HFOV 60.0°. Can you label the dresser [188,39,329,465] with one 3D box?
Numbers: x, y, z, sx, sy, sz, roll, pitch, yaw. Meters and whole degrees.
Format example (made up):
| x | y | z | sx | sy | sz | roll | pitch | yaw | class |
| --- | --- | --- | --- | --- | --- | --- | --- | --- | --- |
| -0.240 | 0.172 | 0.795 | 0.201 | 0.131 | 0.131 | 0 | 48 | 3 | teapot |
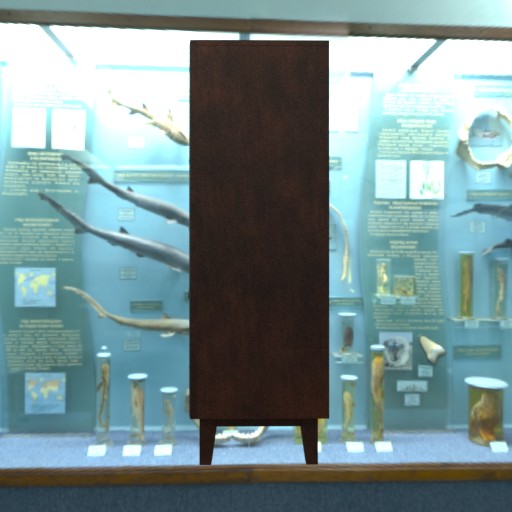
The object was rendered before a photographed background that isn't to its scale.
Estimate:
| x | y | z | sx | sy | sz | roll | pitch | yaw | class |
| --- | --- | --- | --- | --- | --- | --- | --- | --- | --- |
| 0.000 | 0.000 | 2.089 | 0.506 | 1.514 | 1.072 | 0 | 0 | -1 | dresser |
